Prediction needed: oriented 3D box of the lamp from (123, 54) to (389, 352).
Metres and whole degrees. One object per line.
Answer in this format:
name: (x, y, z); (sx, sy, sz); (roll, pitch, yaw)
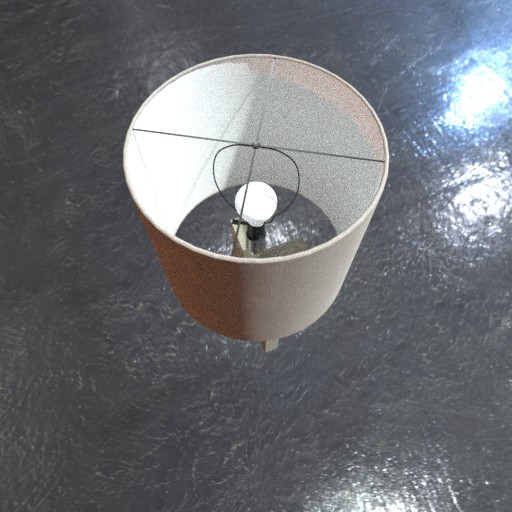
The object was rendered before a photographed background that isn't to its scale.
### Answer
lamp: (0.000, 0.000, 0.573); (0.229, 0.428, 0.229); (-18, 65, -9)
